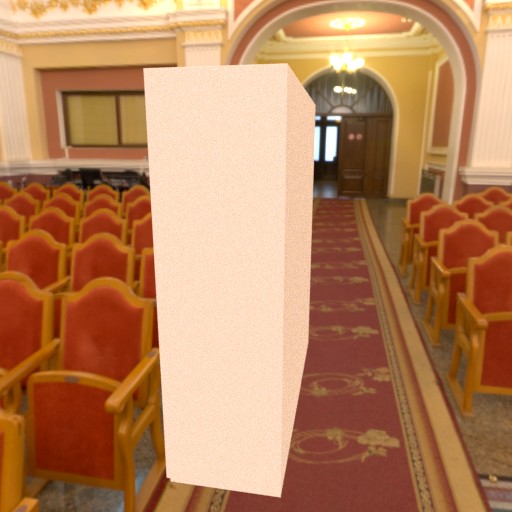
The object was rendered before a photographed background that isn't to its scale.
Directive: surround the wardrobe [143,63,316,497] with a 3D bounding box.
[{"bbox_3d":[0.000,0.000,2.898,0.600,2.020,1.830,3,14,11],"label":"wardrobe"}]
